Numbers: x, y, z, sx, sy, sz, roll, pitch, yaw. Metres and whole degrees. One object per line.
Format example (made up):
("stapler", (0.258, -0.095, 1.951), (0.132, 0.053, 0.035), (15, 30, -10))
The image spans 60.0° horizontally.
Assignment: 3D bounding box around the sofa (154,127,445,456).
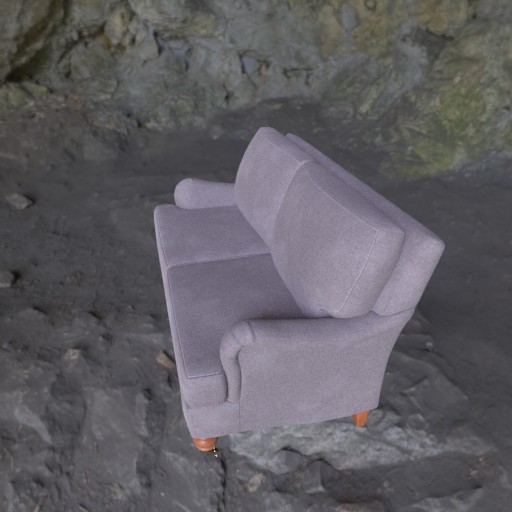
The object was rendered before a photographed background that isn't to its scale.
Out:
("sofa", (0.000, 0.000, 2.576), (1.084, 1.101, 1.853), (-7, 30, -13))
